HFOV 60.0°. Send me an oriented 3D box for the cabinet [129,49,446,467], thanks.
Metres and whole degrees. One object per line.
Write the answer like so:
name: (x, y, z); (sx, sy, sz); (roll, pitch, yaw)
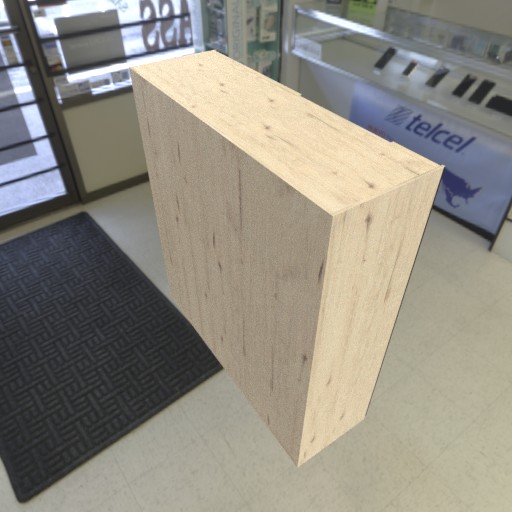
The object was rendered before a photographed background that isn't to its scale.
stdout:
cabinet: (0.000, 0.000, 3.153); (0.660, 2.180, 2.000); (-24, 47, -25)
